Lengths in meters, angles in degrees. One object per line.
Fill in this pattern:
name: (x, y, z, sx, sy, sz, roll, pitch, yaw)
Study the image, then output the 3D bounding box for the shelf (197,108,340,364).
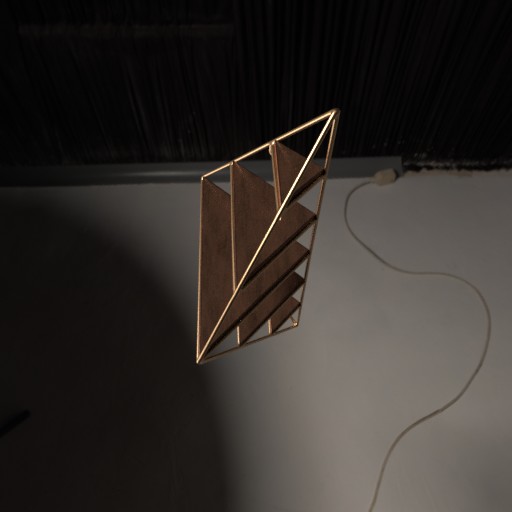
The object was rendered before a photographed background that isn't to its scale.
shelf: (0.000, 0.000, 1.148, 0.294, 0.913, 0.564, -2, 57, -2)
